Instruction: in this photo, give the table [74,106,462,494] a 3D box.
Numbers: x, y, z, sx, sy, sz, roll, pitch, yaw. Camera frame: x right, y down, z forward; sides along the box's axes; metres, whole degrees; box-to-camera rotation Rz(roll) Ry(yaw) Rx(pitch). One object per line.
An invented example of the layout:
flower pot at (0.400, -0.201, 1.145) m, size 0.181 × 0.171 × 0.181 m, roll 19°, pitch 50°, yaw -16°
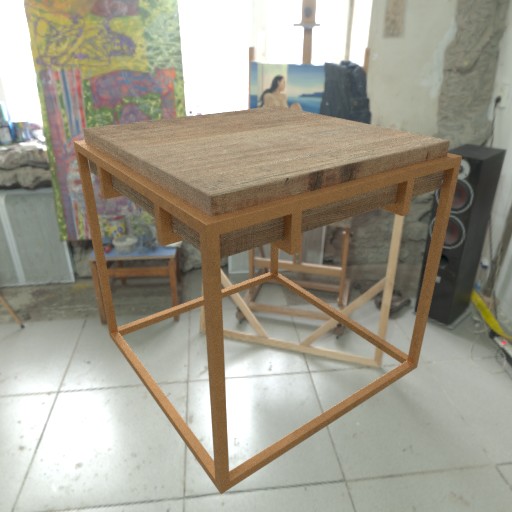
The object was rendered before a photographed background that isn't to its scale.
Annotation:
table at (0.000, 0.000, 1.077) m, size 0.599 × 0.584 × 0.599 m, roll -18°, pitch 32°, yaw -32°
